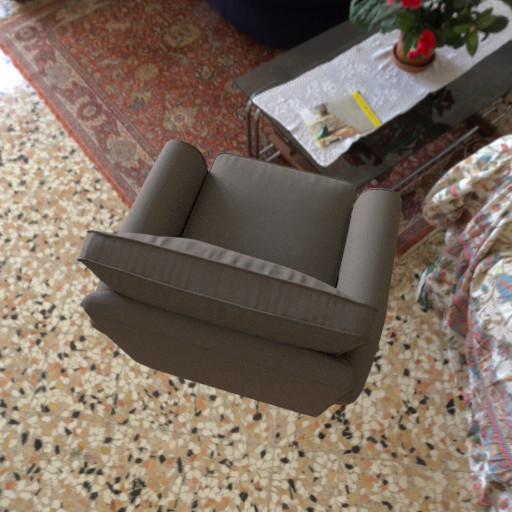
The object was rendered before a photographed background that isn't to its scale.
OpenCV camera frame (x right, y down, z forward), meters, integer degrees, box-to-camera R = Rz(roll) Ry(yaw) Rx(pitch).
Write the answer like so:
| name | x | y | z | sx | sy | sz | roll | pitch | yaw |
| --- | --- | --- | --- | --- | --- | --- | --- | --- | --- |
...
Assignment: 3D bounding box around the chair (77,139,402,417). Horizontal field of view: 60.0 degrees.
| name | x | y | z | sx | sy | sz | roll | pitch | yaw |
| --- | --- | --- | --- | --- | --- | --- | --- | --- | --- |
| chair | 0.000 | 0.000 | 1.751 | 1.029 | 0.967 | 0.966 | 15 | 65 | 7 |
